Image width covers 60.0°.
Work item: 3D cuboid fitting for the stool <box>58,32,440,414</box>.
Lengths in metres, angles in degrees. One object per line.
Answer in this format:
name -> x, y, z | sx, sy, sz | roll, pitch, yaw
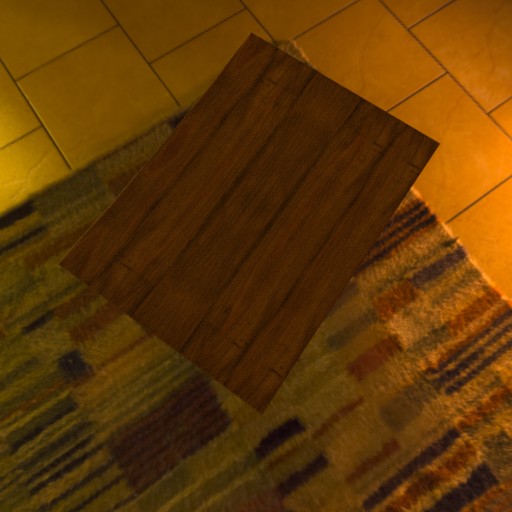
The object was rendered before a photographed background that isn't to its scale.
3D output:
stool -> 0.000, 0.000, 0.943 | 0.405, 0.625, 0.486 | 34, 78, 8
